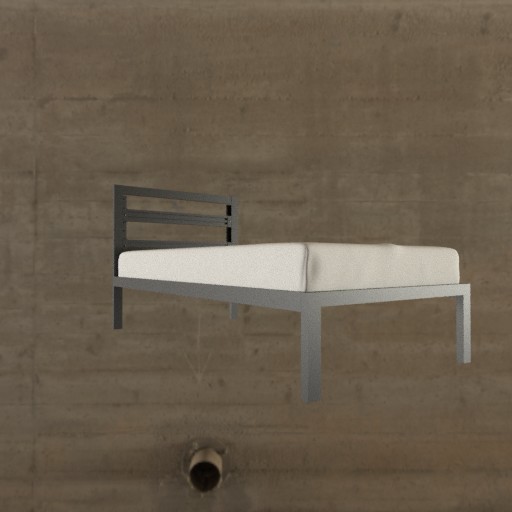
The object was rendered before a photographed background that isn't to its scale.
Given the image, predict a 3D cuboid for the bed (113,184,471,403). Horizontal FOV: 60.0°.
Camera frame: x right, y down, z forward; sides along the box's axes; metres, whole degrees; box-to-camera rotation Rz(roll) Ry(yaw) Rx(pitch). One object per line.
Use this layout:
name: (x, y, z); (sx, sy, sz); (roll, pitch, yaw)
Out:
bed: (0.000, 0.000, 2.495); (0.991, 0.967, 1.930); (1, -1, -36)
